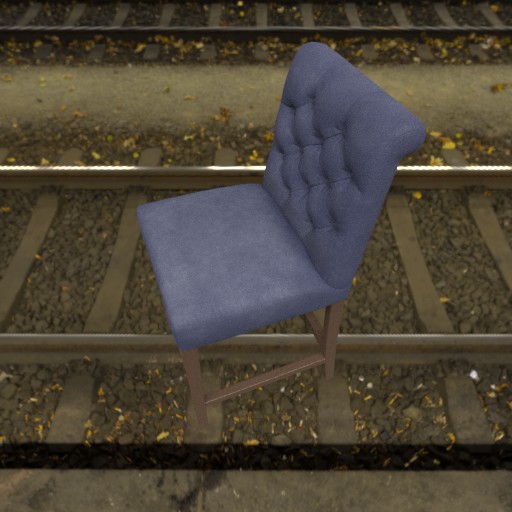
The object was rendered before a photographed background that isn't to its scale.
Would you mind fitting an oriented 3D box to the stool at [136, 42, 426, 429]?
[{"bbox_3d":[0.000,0.000,1.317,0.601,1.010,0.493,-16,49,-14],"label":"stool"}]
